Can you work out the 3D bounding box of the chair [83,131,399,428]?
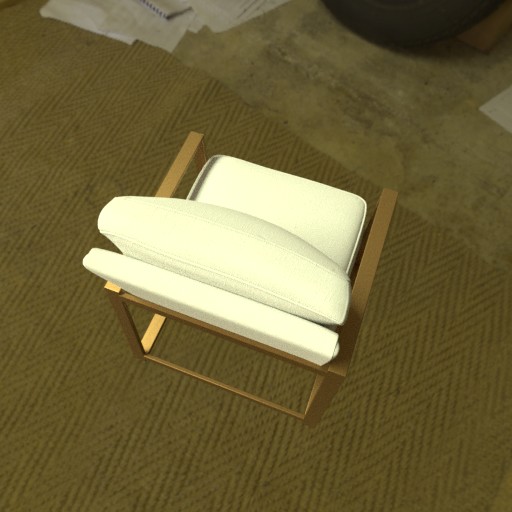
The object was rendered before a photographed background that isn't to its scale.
[{"bbox_3d":[0.000,0.000,1.568,0.805,0.966,0.813,18,64,9],"label":"chair"}]
